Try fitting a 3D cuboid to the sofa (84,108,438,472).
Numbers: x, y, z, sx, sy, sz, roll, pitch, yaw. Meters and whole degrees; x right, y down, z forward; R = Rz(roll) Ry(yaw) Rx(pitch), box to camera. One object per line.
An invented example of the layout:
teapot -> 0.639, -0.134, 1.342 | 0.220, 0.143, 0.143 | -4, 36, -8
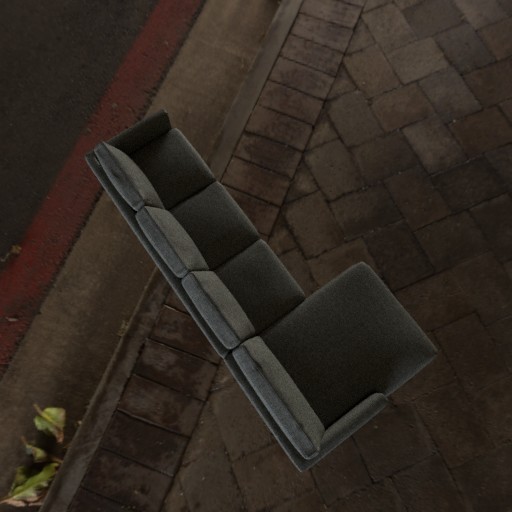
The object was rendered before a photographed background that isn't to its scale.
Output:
sofa -> 0.000, 0.000, 4.252 | 1.635, 0.960, 3.485 | -35, 77, -9
